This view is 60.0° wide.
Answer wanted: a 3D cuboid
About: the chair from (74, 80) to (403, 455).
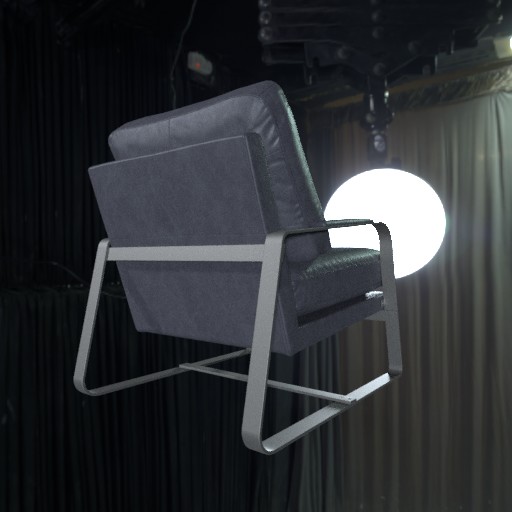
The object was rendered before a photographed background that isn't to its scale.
[{"bbox_3d":[0.000,0.000,1.453,0.692,0.839,0.878,0,0,38],"label":"chair"}]
